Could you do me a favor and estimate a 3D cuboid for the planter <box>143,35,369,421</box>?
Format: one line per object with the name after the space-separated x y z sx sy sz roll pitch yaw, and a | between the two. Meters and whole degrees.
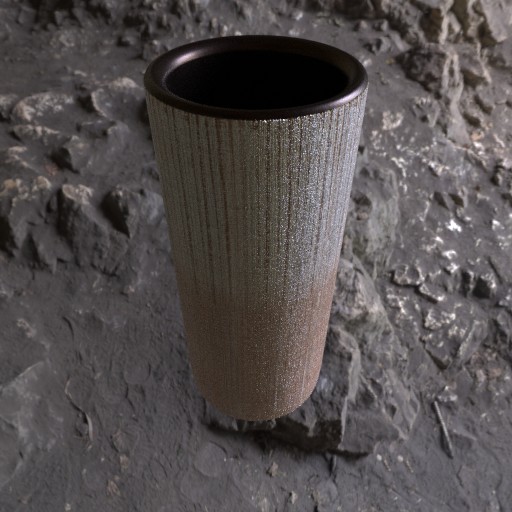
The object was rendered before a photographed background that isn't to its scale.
0.000 0.000 0.273 0.100 0.227 0.100 27 48 27 | planter
